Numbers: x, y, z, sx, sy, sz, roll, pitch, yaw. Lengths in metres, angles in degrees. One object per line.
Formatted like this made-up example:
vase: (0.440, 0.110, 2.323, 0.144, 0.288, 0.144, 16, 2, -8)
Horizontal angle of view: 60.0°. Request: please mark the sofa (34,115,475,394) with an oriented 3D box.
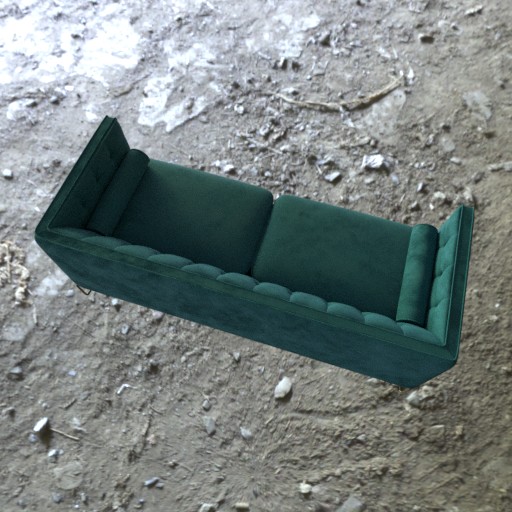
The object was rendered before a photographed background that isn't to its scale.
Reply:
sofa: (0.000, 0.000, 2.533, 2.087, 0.789, 0.867, 16, 65, 8)
